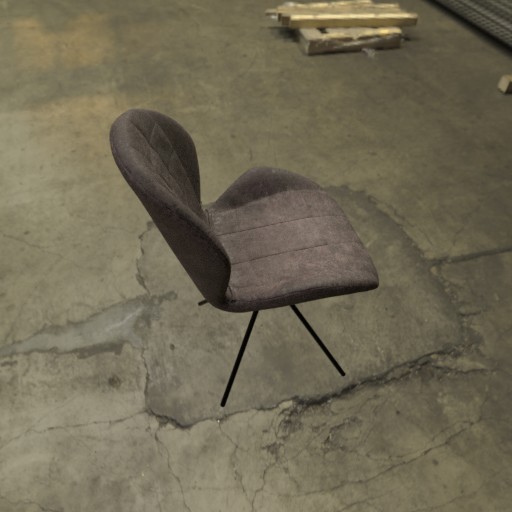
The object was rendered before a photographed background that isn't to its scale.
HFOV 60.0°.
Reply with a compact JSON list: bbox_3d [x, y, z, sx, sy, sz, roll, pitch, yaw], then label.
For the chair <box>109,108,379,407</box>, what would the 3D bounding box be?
[{"bbox_3d":[0.000,0.000,1.319,0.640,0.934,0.527,-11,48,-10],"label":"chair"}]
